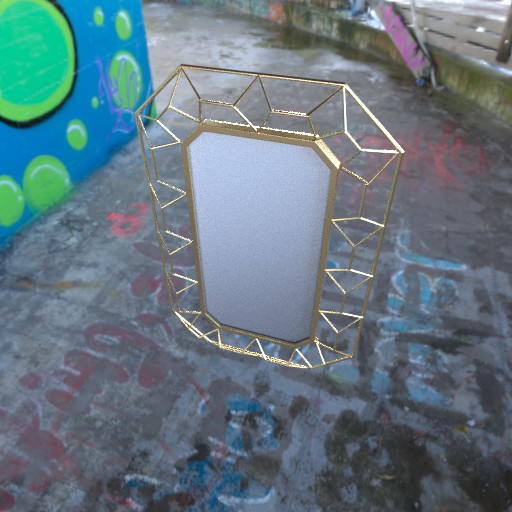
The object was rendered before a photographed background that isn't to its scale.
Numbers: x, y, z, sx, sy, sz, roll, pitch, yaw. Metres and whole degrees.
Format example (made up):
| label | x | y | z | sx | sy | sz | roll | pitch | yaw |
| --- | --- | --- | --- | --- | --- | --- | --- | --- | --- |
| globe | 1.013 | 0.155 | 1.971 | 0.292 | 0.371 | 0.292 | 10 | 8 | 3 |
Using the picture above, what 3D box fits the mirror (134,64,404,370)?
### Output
| label | x | y | z | sx | sy | sz | roll | pitch | yaw |
| --- | --- | --- | --- | --- | --- | --- | --- | --- | --- |
| mirror | 0.000 | 0.000 | 1.095 | 0.572 | 0.870 | 0.051 | 12 | 43 | 13 |
